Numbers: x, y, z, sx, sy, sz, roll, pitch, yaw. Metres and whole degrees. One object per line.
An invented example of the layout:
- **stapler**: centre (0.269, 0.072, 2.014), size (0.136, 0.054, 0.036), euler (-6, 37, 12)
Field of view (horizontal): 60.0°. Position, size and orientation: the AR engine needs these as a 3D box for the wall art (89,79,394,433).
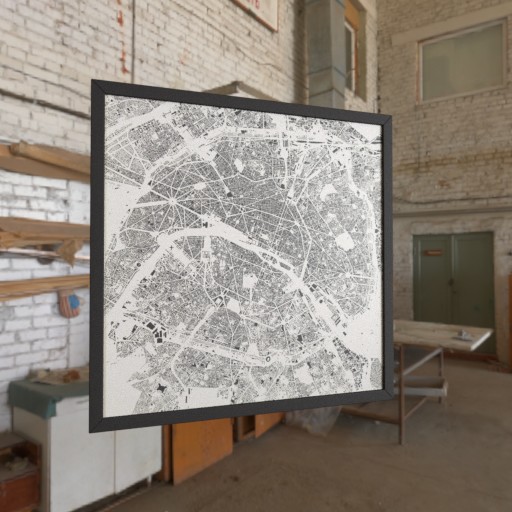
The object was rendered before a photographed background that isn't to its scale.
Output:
- **wall art**: centre (0.000, 0.000, 1.088), size (0.763, 0.763, 0.037), euler (0, -1, -18)
